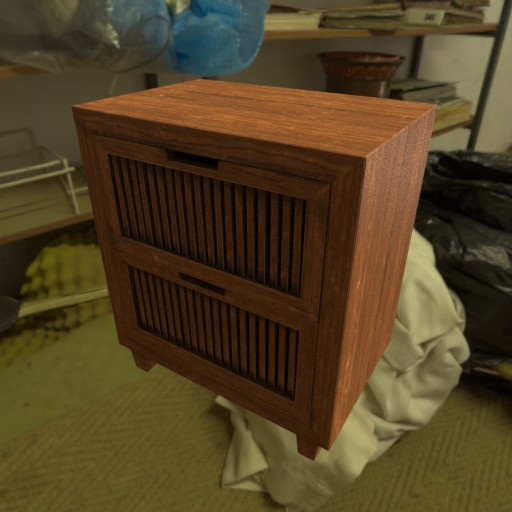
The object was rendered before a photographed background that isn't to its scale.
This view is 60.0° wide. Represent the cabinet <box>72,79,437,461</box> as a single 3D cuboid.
[{"bbox_3d":[0.000,0.000,1.055,0.607,0.695,0.410,18,34,28],"label":"cabinet"}]
